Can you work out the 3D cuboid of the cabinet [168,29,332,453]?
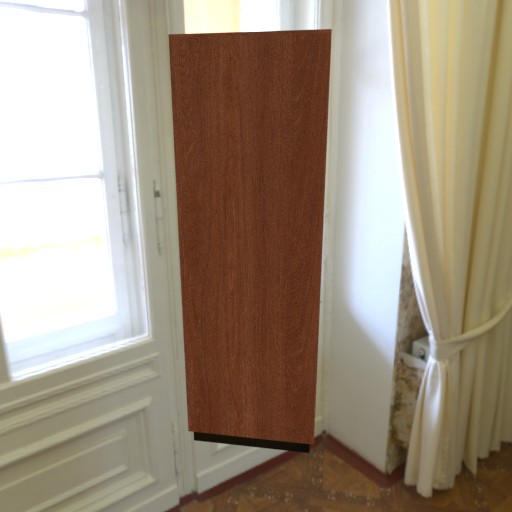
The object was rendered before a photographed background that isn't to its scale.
[{"bbox_3d":[0.000,0.000,2.240,0.660,1.980,0.420,3,16,9],"label":"cabinet"}]
